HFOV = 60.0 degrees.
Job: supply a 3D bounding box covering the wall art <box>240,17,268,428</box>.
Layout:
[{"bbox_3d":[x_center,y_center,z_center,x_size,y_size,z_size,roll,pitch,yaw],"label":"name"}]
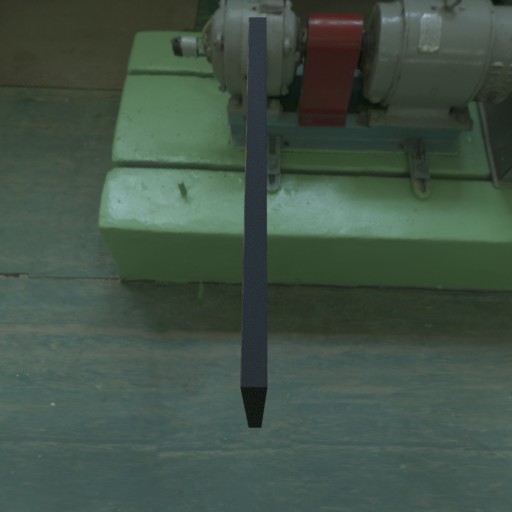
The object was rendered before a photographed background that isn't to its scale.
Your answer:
[{"bbox_3d":[0.000,0.000,1.123,0.038,0.762,0.762,0,65,0],"label":"wall art"}]
